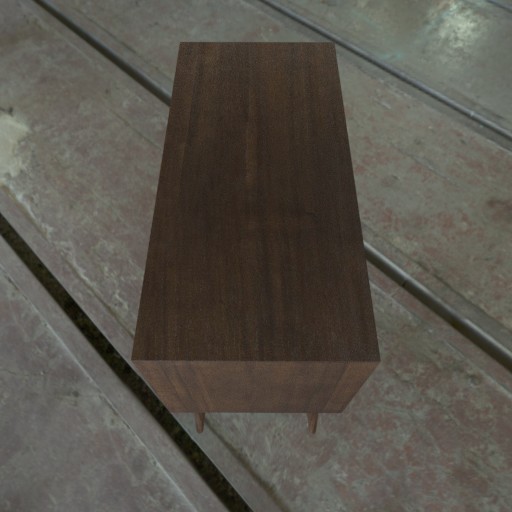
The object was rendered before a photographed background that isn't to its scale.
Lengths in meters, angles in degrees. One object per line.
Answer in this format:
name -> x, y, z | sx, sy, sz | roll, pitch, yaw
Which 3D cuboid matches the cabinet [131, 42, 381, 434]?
cabinet -> 0.000, 0.000, 1.096 | 0.354, 0.654, 0.743 | 0, 59, 0
